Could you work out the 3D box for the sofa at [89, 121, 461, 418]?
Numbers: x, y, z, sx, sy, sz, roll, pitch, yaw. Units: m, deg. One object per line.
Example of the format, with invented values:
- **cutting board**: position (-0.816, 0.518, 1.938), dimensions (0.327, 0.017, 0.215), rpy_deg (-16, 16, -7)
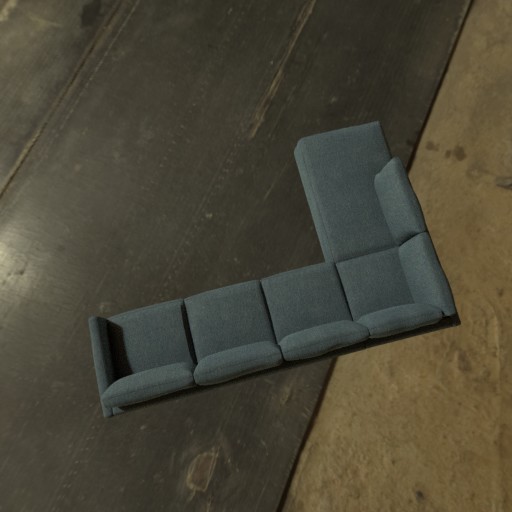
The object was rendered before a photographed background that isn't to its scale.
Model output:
- **sofa**: position (0.000, 0.000, 3.873), dimensions (2.949, 0.815, 2.007), rpy_deg (-14, 76, -3)
